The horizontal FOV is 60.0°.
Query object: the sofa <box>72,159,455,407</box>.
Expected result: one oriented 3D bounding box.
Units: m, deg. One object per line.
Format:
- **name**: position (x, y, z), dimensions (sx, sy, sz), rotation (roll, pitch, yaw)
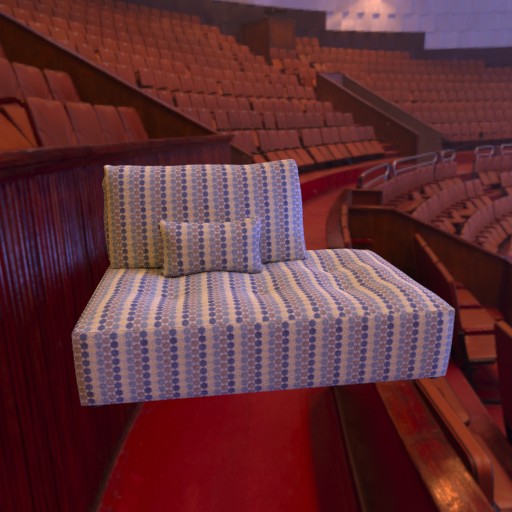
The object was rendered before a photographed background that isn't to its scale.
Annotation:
- **sofa**: position (0.000, 0.000, 2.046), dimensions (1.450, 0.820, 1.000), rotation (-2, 17, -8)
